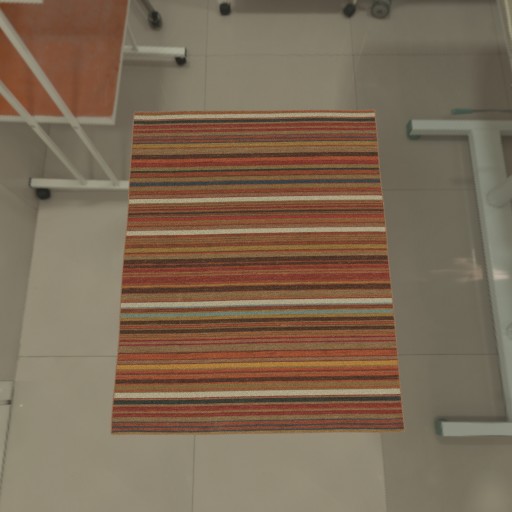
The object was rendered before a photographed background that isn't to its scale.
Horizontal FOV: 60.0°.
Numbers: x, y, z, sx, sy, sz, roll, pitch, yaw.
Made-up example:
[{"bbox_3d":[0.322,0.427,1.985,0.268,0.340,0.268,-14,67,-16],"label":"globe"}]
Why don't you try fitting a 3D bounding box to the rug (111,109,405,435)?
[{"bbox_3d":[0.000,0.000,4.115,2.479,0.023,3.092,0,74,0],"label":"rug"}]
